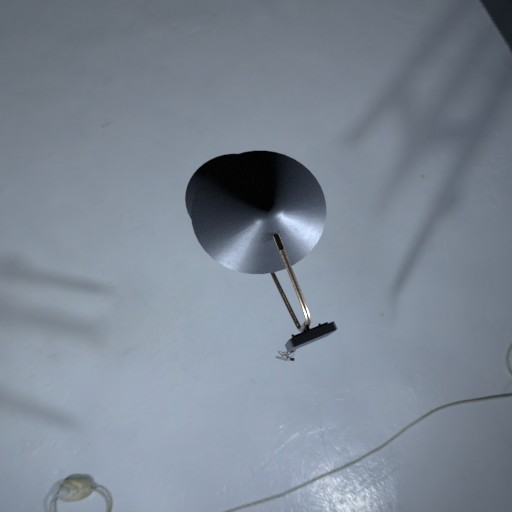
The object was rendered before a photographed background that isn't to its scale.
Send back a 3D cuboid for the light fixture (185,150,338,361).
[{"bbox_3d":[0.000,0.000,0.873,0.189,0.665,0.422,-21,75,-6],"label":"light fixture"}]
